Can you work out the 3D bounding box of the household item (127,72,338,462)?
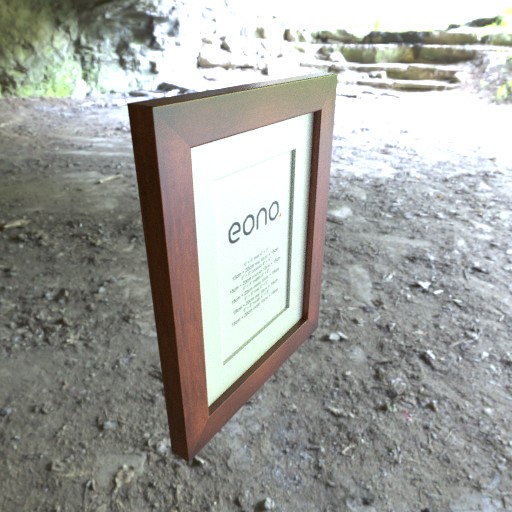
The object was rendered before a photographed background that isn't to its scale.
[{"bbox_3d":[0.000,0.000,0.345,0.020,0.250,0.200,18,32,31],"label":"household item"}]
